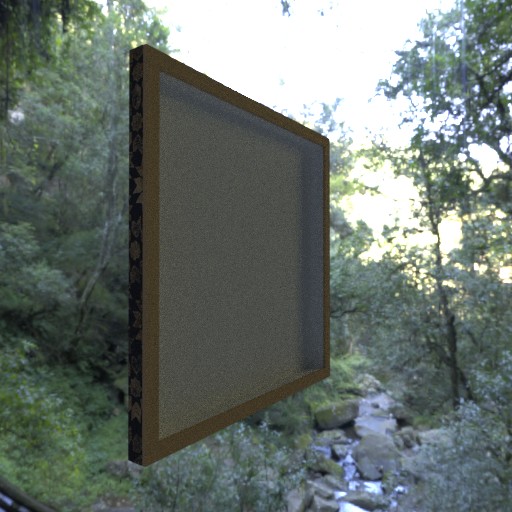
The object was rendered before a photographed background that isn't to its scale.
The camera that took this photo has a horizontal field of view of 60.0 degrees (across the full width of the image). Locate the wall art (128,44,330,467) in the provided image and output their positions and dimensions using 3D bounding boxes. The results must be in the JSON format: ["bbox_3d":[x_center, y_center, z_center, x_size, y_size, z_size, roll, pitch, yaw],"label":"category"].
[{"bbox_3d":[0.000,0.000,0.899,0.038,0.612,0.612,0,-1,35],"label":"wall art"}]
